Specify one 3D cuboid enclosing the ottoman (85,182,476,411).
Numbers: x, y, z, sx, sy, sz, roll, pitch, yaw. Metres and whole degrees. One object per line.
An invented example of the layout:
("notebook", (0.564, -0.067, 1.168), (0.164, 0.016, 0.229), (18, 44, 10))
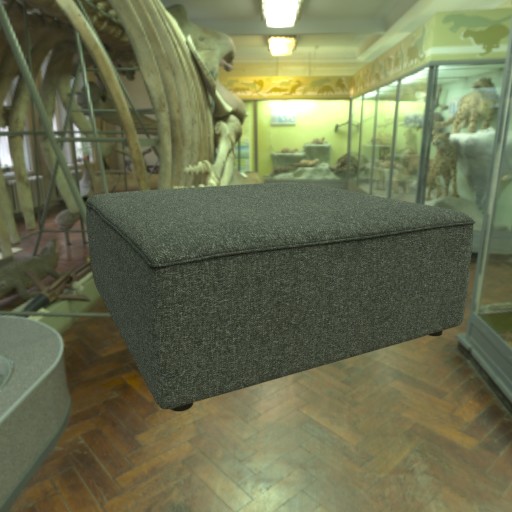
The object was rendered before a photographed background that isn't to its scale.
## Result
("ottoman", (0.000, 0.000, 1.585), (1.021, 0.423, 1.017), (-8, 18, -26))
